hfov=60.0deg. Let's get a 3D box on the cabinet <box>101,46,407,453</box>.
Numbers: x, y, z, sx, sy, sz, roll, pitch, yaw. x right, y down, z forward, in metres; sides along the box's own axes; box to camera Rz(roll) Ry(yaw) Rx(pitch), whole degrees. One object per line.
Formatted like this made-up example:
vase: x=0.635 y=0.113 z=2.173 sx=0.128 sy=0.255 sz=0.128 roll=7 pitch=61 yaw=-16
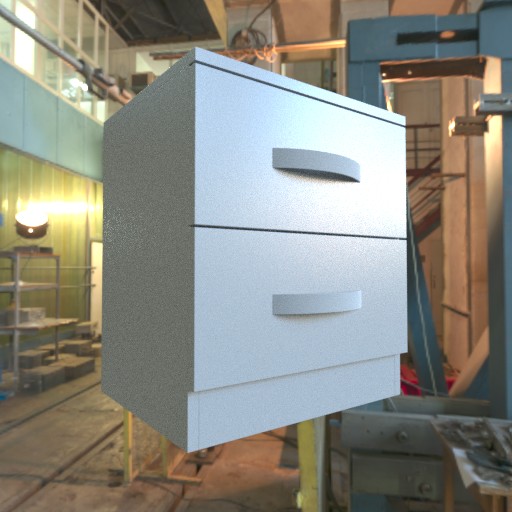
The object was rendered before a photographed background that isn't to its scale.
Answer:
cabinet: x=0.000 y=0.000 z=0.746 sx=0.400 sy=0.470 sz=0.360 roll=1 pitch=-2 yaw=-36
